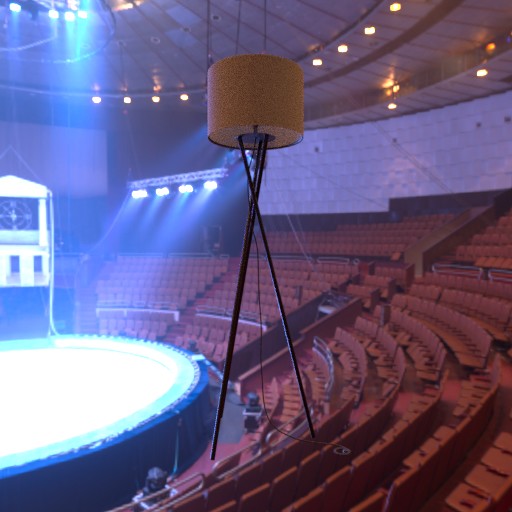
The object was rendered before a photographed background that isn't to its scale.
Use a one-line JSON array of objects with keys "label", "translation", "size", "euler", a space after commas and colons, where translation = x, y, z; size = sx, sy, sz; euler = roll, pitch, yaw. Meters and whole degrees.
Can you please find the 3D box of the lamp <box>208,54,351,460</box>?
[{"label": "lamp", "translation": [0.000, 0.000, 1.946], "size": [0.522, 1.624, 0.667], "euler": [0, 0, -35]}]
